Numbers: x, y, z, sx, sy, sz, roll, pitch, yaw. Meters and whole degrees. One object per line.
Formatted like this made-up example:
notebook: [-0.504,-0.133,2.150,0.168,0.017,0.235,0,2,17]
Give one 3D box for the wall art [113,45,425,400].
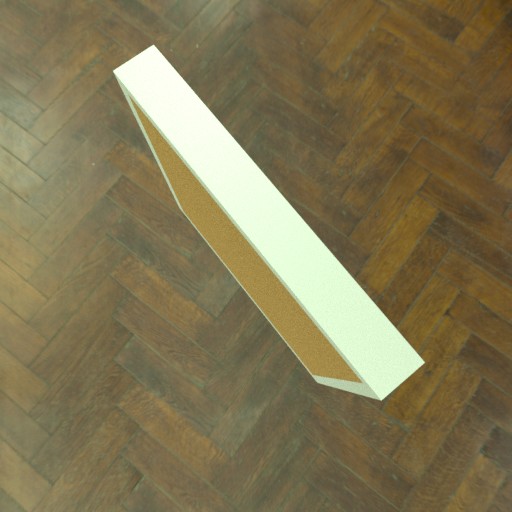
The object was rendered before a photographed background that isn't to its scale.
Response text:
wall art: [0.000,0.000,0.458,0.038,0.302,0.305,-37,79,-9]
